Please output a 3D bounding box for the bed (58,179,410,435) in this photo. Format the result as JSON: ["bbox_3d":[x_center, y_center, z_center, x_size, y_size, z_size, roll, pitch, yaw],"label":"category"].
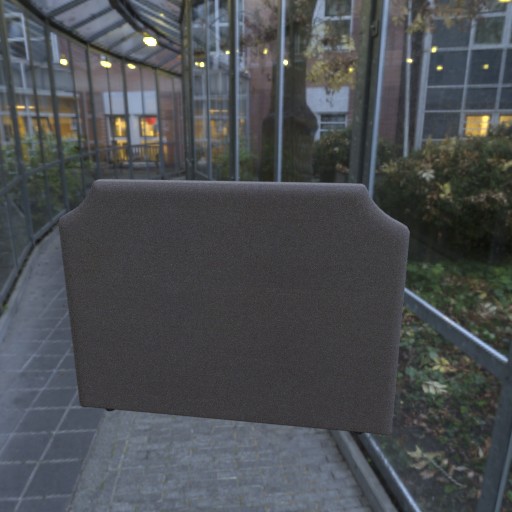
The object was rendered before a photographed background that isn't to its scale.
[{"bbox_3d":[0.000,0.000,3.181,1.693,1.290,2.116,2,16,8],"label":"bed"}]
